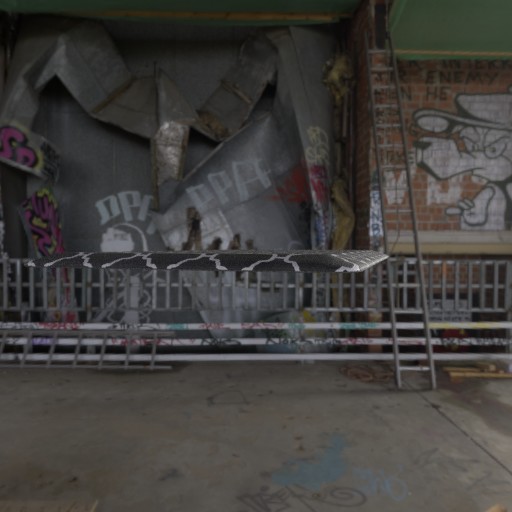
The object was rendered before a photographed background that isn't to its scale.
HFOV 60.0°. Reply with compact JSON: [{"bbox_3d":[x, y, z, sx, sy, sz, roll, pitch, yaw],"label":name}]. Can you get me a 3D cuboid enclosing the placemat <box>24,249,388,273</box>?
[{"bbox_3d":[0.000,0.000,0.938,0.508,0.021,0.762,0,1,19],"label":"placemat"}]
